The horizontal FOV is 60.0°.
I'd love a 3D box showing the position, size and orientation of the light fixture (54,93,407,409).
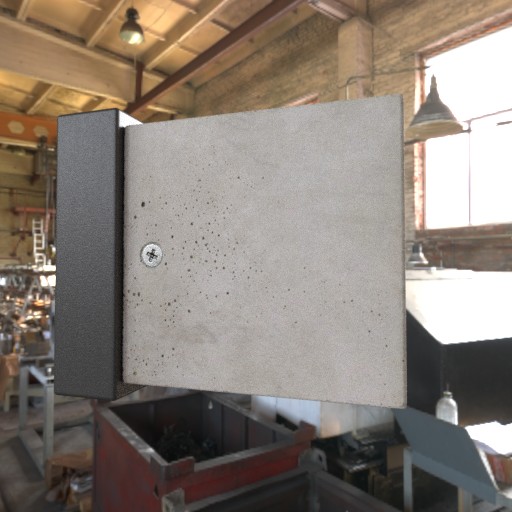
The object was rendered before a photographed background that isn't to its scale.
[{"bbox_3d":[0.000,0.000,0.225,0.143,0.121,0.121,-1,-2,18],"label":"light fixture"}]
